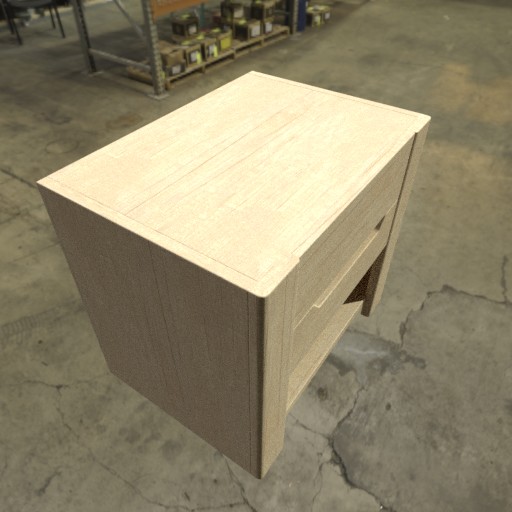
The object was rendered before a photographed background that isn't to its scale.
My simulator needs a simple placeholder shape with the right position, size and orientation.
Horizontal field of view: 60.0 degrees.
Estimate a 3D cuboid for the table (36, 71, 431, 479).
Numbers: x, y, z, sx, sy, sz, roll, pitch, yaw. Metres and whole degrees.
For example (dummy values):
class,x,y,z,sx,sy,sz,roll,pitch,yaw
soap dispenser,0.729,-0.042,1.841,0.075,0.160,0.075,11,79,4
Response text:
class,x,y,z,sx,sy,sz,roll,pitch,yaw
table,0.000,0.000,0.928,0.420,0.510,0.570,25,48,25
